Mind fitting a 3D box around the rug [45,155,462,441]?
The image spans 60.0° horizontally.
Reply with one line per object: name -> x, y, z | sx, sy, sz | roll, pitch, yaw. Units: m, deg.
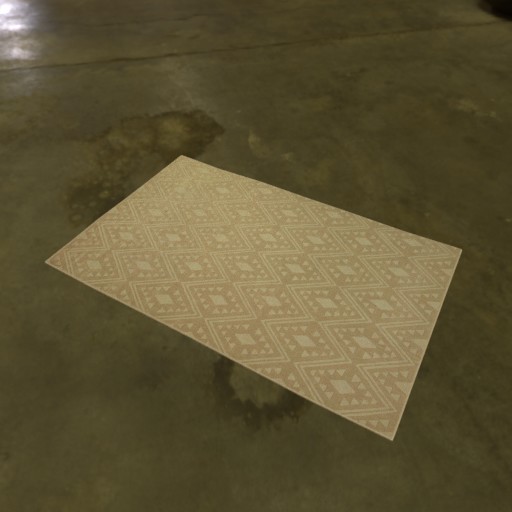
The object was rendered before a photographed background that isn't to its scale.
rug -> 0.000, 0.000, 3.056 | 2.430, 0.053, 1.553 | 22, 49, 21
